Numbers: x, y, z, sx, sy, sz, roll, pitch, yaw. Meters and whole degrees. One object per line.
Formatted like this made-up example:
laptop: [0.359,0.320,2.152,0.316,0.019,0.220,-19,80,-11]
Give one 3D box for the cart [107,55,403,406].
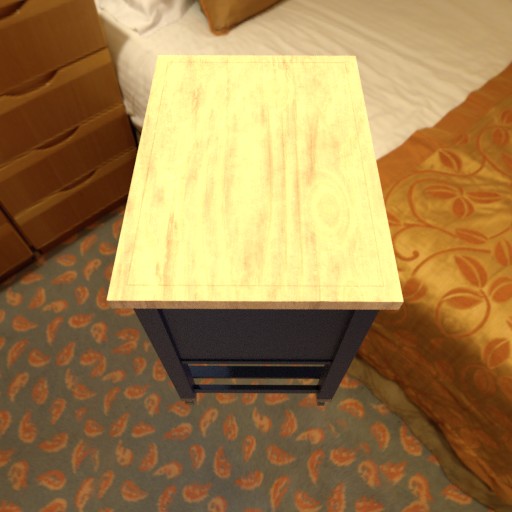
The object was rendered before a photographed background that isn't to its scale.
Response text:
cart: [0.000,0.000,1.448,0.567,0.920,0.797,0,57,0]
